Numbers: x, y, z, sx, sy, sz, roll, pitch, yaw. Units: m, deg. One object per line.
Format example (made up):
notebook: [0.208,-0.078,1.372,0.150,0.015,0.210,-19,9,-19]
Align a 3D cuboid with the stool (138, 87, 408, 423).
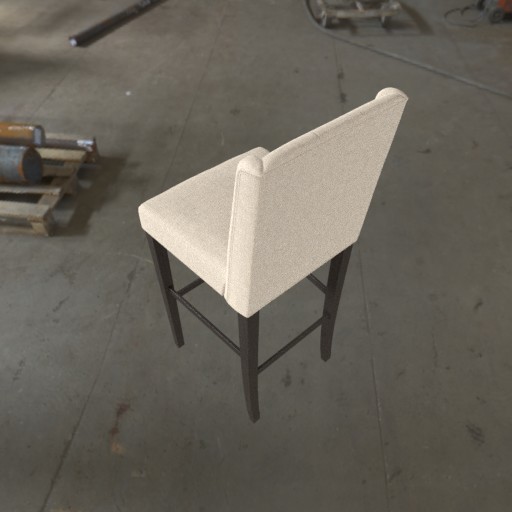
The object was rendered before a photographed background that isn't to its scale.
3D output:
stool: [0.000,0.000,1.371,0.474,1.116,0.509,-32,54,-27]
